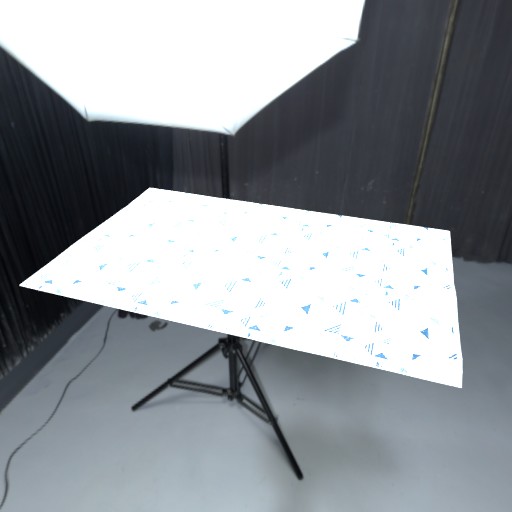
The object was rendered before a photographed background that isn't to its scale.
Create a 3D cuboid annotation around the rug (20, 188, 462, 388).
[{"bbox_3d":[0.000,0.000,2.904,2.457,0.009,1.512,10,33,16],"label":"rug"}]
